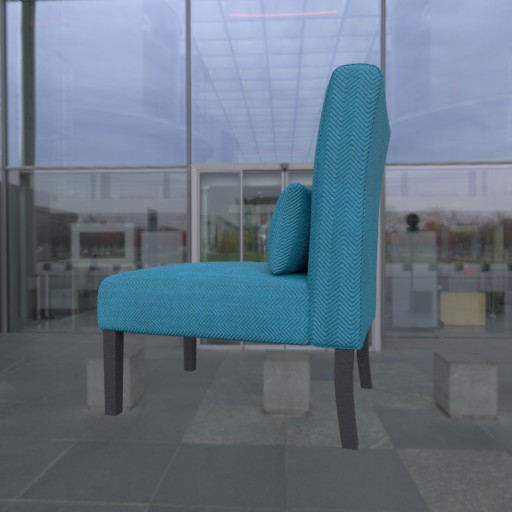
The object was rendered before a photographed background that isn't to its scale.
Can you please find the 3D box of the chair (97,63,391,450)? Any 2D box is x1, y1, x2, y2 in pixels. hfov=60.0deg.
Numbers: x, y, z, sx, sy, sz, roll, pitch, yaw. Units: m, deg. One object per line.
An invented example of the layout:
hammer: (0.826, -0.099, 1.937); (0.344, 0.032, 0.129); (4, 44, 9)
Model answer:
chair: (0.000, 0.000, 1.421); (0.808, 0.927, 0.579); (0, 1, 19)
